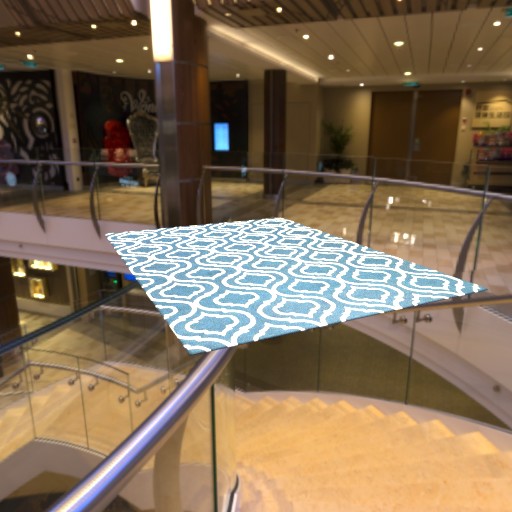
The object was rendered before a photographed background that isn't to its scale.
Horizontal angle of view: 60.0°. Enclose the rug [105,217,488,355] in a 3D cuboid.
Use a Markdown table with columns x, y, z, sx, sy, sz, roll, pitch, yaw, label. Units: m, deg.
| x | y | z | sx | sy | sz | roll | pitch | yaw | label |
| --- | --- | --- | --- | --- | --- | --- | --- | --- | --- |
| 0.000 | 0.000 | 4.416 | 2.438 | 0.010 | 3.353 | -7 | 17 | -25 | rug |
